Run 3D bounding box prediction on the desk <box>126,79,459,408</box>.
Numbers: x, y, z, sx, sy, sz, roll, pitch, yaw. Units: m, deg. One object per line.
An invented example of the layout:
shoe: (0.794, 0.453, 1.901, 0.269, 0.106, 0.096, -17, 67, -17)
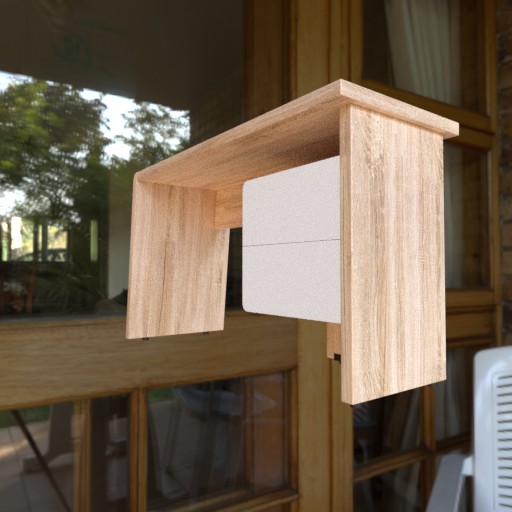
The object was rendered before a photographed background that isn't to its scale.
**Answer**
desk: (0.000, 0.000, 1.645, 0.500, 0.750, 1.300, 1, -2, -37)
